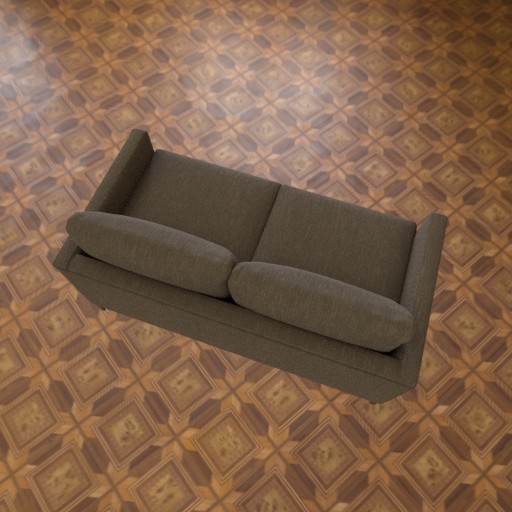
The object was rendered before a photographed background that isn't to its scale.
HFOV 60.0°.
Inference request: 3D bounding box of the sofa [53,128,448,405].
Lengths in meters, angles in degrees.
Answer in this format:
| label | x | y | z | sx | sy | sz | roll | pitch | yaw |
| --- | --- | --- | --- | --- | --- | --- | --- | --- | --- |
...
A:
| label | x | y | z | sx | sy | sz | roll | pitch | yaw |
| --- | --- | --- | --- | --- | --- | --- | --- | --- | --- |
| sofa | 0.000 | 0.000 | 2.234 | 1.682 | 0.840 | 0.875 | 17 | 65 | 8 |
